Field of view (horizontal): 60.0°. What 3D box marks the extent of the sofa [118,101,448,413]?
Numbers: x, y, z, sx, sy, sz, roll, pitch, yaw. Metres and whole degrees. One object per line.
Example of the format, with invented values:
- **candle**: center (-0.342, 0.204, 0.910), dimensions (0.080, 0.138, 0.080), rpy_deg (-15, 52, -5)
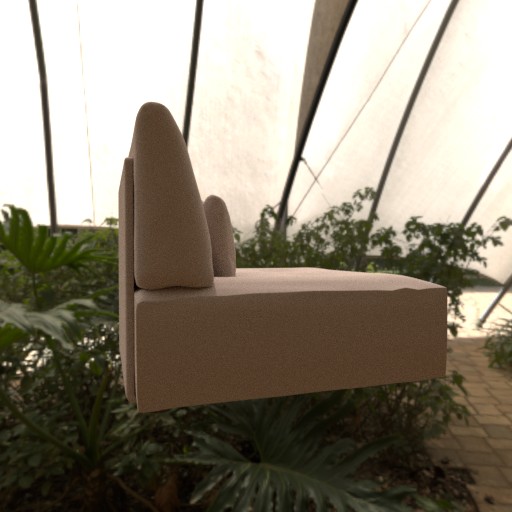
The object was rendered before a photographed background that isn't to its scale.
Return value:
- **sofa**: center (0.000, 0.000, 1.713), dimensions (1.000, 0.828, 0.935), rpy_deg (0, 0, -19)
